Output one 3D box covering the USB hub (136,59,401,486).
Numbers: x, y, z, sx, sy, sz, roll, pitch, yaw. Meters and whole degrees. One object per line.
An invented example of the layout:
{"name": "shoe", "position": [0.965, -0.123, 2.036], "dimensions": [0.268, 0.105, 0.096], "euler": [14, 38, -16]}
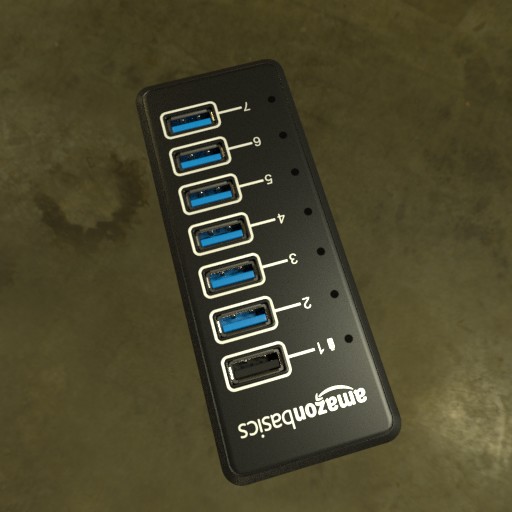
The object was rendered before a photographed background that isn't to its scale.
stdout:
{"name": "USB hub", "position": [0.000, 0.000, 0.127], "dimensions": [0.044, 0.023, 0.110], "euler": [-15, 76, -4]}
